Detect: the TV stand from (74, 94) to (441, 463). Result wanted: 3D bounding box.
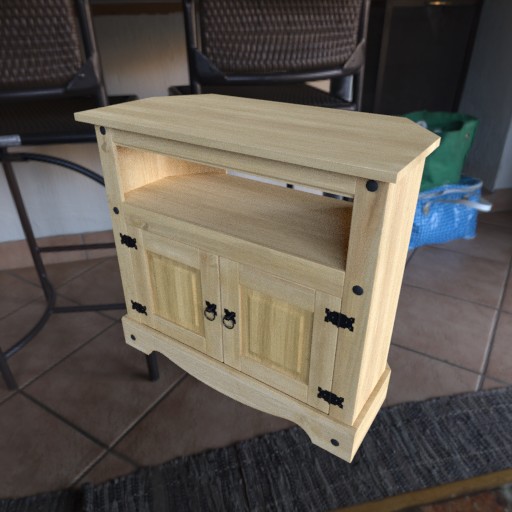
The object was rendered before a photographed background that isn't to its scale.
[{"bbox_3d":[0.000,0.000,1.287,0.851,0.781,0.425,18,34,29],"label":"TV stand"}]
